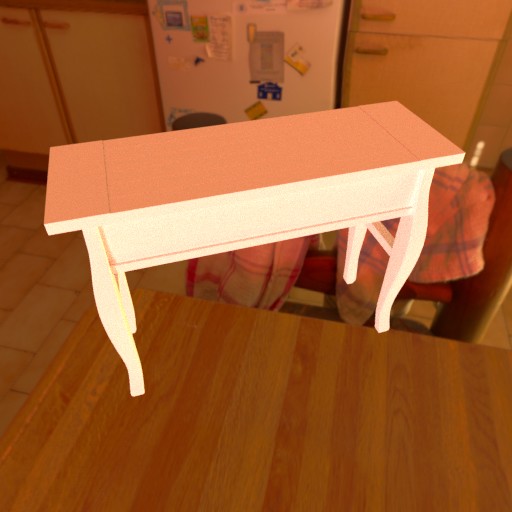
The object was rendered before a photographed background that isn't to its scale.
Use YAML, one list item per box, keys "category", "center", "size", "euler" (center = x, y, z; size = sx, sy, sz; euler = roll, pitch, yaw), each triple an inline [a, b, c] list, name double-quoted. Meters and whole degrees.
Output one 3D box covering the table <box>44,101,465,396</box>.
- category: "table"
  center: [0.000, 0.000, 1.451]
  size: [1.062, 0.768, 0.373]
  euler: [-12, 43, -13]
